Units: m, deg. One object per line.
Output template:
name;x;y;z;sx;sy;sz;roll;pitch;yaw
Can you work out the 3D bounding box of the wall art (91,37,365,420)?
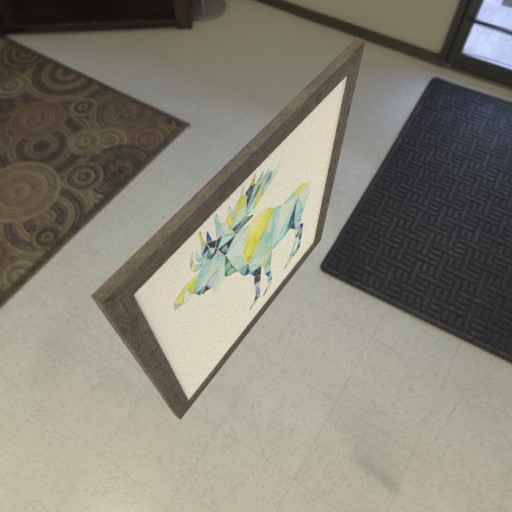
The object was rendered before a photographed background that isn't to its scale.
wall art;0.000;0.000;0.663;0.013;0.457;0.457;32;63;18
